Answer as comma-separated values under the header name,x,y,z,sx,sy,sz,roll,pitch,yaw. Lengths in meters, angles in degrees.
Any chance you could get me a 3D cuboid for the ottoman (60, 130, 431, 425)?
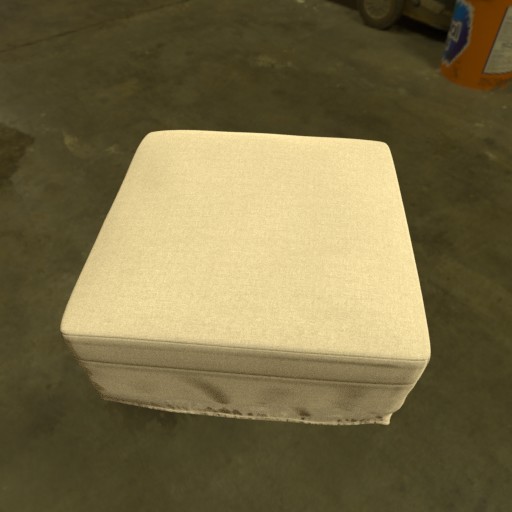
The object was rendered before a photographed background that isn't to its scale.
name,x,y,z,sx,sy,sz,roll,pitch,yaw
ottoman,0.000,0.000,1.347,0.840,0.436,0.843,4,48,3
